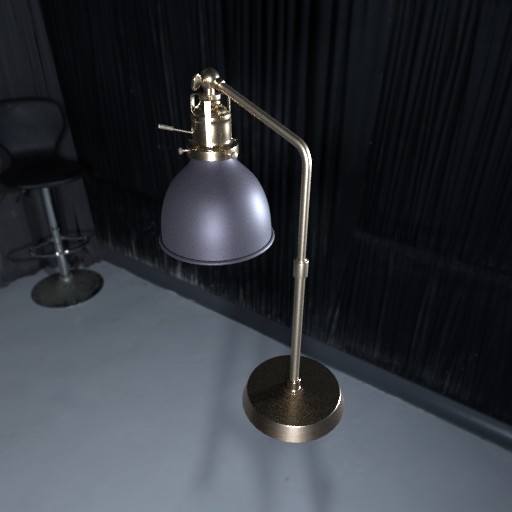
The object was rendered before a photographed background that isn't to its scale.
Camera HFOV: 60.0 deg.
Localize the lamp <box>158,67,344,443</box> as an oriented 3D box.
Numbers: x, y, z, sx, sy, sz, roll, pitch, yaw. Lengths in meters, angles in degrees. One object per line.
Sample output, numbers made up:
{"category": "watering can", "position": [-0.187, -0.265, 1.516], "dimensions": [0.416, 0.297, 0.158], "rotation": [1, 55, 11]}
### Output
{"category": "lamp", "position": [0.000, 0.000, 0.591], "dimensions": [0.291, 0.456, 0.160], "rotation": [20, 36, 29]}
